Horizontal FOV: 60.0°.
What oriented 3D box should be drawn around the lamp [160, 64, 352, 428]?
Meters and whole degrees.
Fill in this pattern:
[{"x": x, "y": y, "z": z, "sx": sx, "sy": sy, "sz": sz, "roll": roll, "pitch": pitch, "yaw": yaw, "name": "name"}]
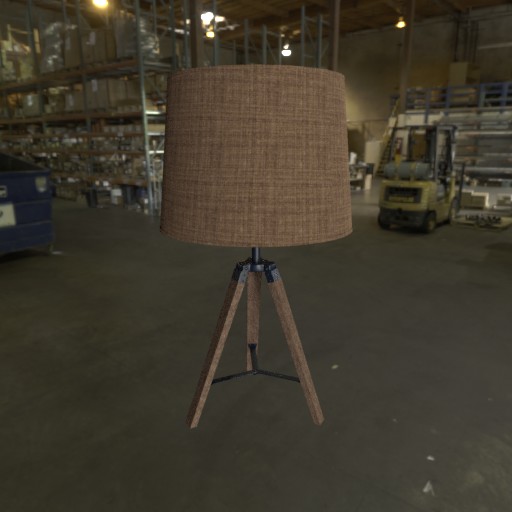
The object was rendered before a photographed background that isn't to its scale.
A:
[{"x": 0.000, "y": 0.000, "z": 0.691, "sx": 0.290, "sy": 0.514, "sz": 0.290, "roll": 0, "pitch": 14, "yaw": 0, "name": "lamp"}]
